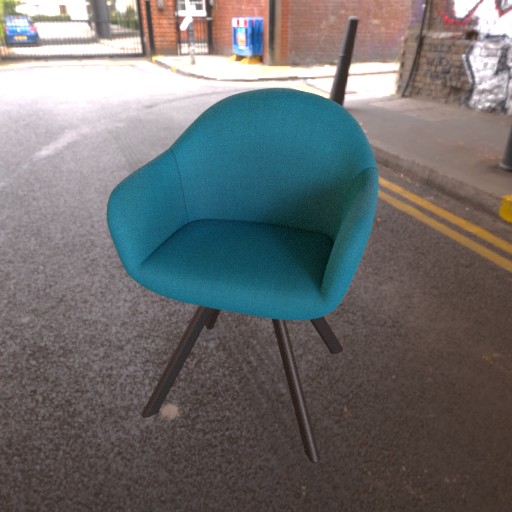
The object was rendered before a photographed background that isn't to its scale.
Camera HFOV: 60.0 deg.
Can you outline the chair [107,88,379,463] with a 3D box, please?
[{"bbox_3d":[0.000,0.000,1.192,0.590,0.795,0.550,8,29,15],"label":"chair"}]
